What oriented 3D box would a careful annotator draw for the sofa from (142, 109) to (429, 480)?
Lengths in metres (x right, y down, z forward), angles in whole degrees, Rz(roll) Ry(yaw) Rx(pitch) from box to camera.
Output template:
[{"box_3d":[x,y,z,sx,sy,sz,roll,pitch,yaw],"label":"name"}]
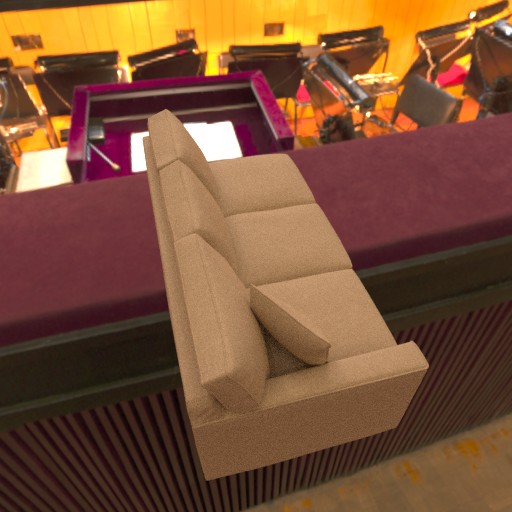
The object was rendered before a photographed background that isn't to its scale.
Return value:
[{"box_3d":[0.000,0.000,2.528,1.034,0.946,1.962,-11,46,-10],"label":"sofa"}]
